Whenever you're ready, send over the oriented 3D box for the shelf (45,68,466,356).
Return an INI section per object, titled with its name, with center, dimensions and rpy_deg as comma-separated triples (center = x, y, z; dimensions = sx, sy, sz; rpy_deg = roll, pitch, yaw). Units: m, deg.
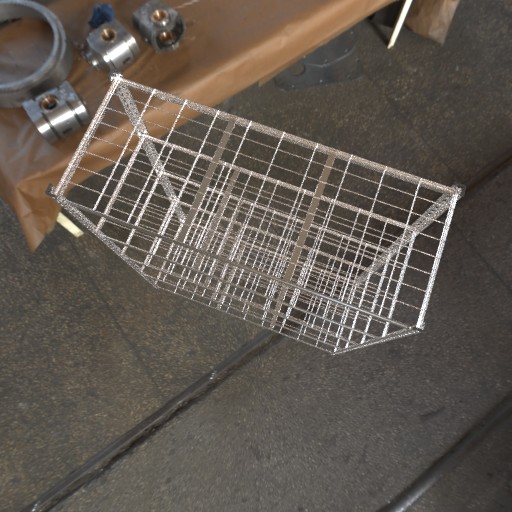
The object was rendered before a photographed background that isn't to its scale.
[shelf]
center = 0.000, 0.000, 2.674
dimensions = 1.524, 1.981, 0.610
rpy_deg = 20, 76, 5
